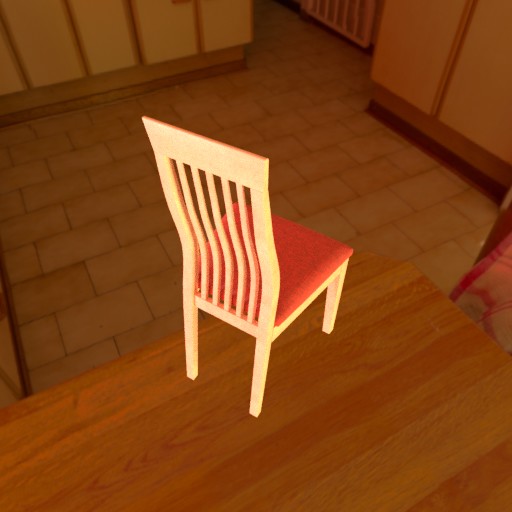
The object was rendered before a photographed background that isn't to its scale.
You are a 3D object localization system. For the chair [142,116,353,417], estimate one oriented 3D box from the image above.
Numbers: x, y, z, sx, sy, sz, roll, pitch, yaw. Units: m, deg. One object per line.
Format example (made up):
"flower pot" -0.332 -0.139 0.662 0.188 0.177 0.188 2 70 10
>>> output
"chair" 0.000 0.000 1.333 0.460 1.027 0.474 24 51 21
